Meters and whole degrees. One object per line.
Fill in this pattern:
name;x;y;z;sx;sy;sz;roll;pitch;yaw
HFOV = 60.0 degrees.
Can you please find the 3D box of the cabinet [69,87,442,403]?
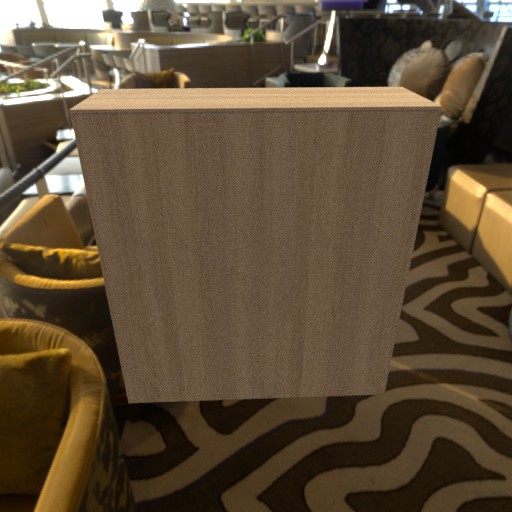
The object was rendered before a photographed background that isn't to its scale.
cabinet;0.000;0.000;3.001;1.870;2.060;0.620;-1;30;-2
